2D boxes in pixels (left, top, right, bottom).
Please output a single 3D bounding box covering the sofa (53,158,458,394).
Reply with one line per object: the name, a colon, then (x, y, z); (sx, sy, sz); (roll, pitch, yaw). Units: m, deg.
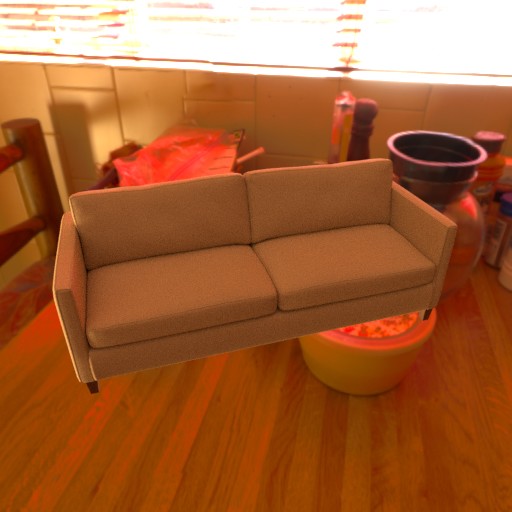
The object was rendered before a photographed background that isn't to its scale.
sofa: (0.000, 0.000, 2.934); (2.361, 0.968, 0.951); (-9, 33, -14)
